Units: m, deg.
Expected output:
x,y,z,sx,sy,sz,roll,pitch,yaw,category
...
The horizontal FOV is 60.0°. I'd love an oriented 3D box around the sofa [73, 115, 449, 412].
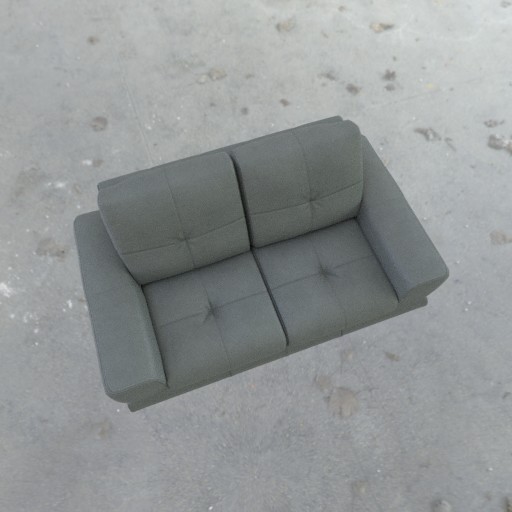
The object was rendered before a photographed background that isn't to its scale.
x,y,z,sx,sy,sz,roll,pitch,yaw,category
0.000,0.000,2.395,1.806,0.907,1.018,-18,65,-9,sofa
